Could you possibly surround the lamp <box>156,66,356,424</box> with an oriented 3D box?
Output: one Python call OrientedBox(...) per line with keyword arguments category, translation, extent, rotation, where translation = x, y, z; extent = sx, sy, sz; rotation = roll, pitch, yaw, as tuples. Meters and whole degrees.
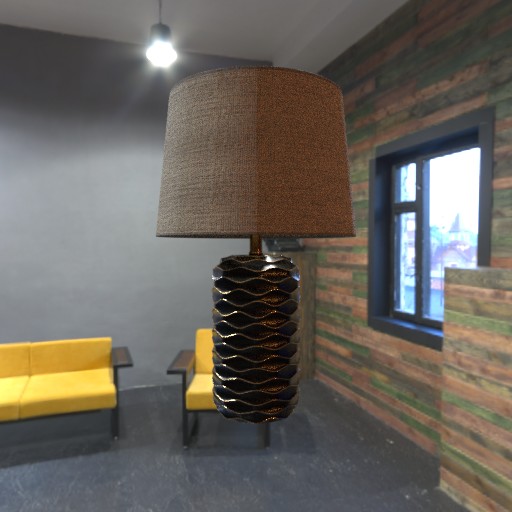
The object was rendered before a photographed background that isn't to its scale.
OrientedBox(category="lamp", translation=(0.000, 0.000, 0.853), extent=(0.376, 0.594, 0.376), rotation=(0, 1, 0))
